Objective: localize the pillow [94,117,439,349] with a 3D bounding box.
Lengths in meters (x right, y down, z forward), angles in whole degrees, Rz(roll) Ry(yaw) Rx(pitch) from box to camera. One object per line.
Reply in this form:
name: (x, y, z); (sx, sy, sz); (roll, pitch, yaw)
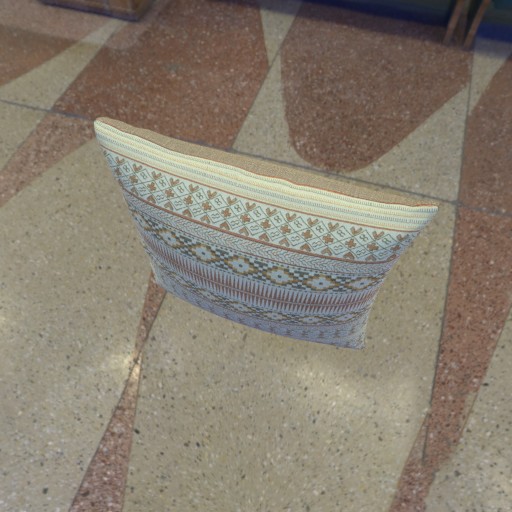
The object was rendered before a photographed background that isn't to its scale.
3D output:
pillow: (0.000, 0.000, 0.834); (0.521, 0.519, 0.215); (17, 60, 10)
